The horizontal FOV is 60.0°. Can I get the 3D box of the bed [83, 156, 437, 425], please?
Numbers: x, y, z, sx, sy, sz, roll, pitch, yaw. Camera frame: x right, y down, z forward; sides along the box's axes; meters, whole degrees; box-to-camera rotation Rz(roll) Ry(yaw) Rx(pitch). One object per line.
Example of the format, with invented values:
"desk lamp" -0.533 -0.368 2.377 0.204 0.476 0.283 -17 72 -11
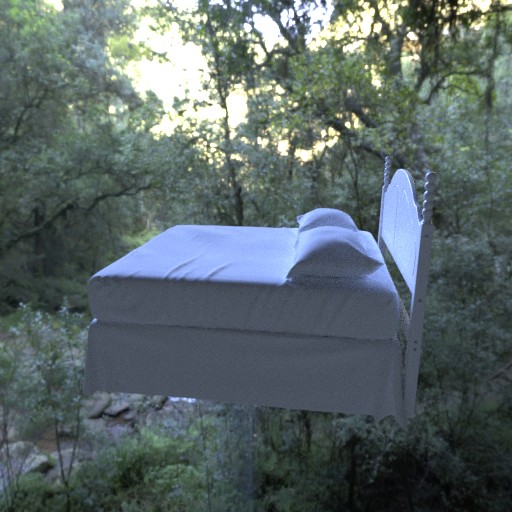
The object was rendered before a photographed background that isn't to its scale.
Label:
"bed" 0.000 0.000 3.223 2.040 1.356 1.873 2 15 9
